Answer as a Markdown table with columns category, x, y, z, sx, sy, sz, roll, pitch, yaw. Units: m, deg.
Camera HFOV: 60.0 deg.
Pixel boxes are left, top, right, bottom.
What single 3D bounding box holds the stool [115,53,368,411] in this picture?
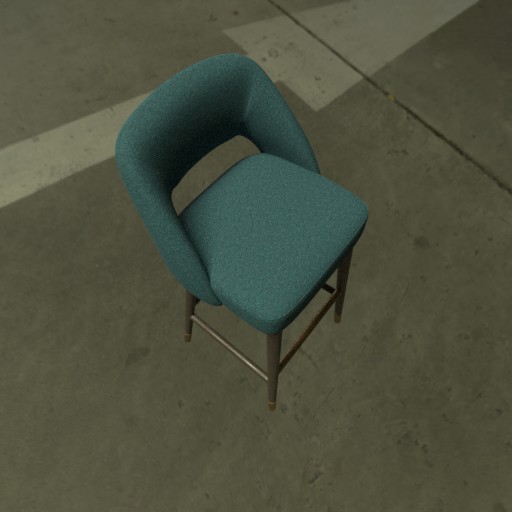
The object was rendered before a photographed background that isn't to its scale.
| category | x | y | z | sx | sy | sz | roll | pitch | yaw |
| --- | --- | --- | --- | --- | --- | --- | --- | --- | --- |
| stool | 0.000 | 0.000 | 1.359 | 0.522 | 1.032 | 0.536 | 34 | 63 | 20 |
